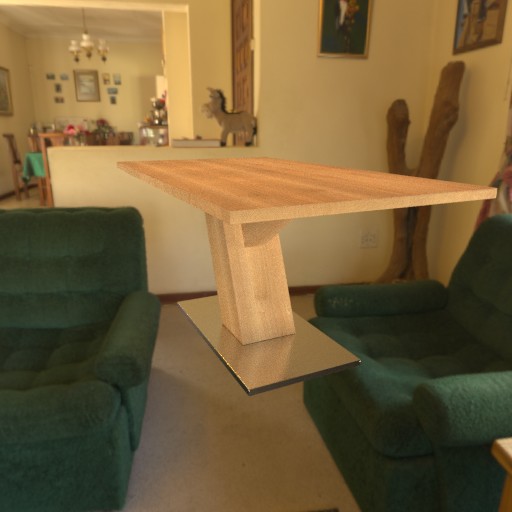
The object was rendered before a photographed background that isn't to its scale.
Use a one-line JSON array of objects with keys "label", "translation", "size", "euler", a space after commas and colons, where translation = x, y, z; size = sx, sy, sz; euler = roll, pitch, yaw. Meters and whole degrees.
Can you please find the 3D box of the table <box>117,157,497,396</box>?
[{"label": "table", "translation": [0.000, 0.000, 1.991], "size": [0.900, 0.750, 1.600], "euler": [-8, 18, -25]}]
